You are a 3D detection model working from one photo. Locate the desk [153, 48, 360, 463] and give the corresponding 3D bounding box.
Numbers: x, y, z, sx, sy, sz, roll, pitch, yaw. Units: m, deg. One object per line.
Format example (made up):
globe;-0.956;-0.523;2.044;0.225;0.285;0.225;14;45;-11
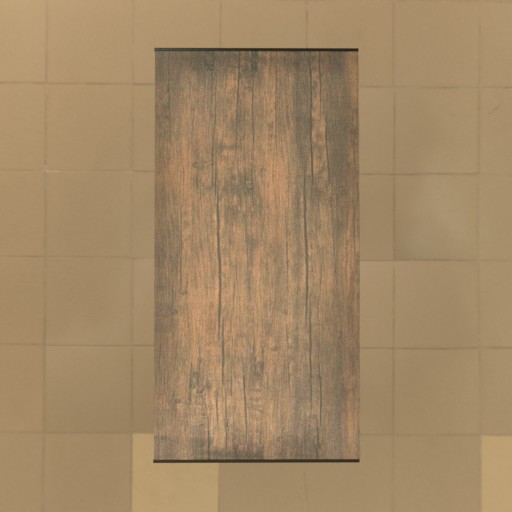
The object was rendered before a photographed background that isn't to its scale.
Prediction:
desk;0.000;0.000;1.459;0.505;0.747;1.015;0;89;0
